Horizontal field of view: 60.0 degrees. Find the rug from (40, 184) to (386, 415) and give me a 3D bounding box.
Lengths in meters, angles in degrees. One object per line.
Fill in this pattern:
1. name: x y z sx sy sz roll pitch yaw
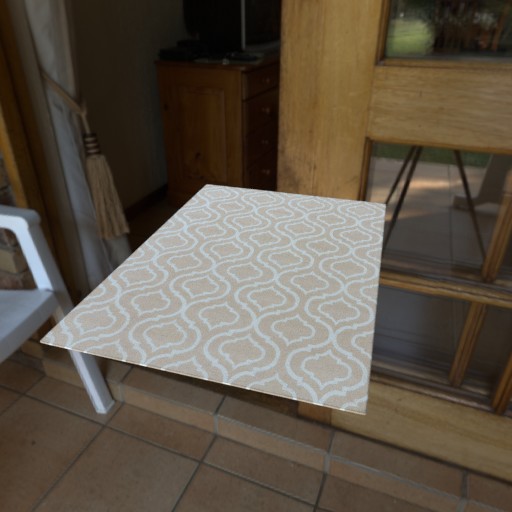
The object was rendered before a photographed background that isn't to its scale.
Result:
1. rug: 0.000 0.000 2.804 1.524 0.010 2.134 8 31 14
